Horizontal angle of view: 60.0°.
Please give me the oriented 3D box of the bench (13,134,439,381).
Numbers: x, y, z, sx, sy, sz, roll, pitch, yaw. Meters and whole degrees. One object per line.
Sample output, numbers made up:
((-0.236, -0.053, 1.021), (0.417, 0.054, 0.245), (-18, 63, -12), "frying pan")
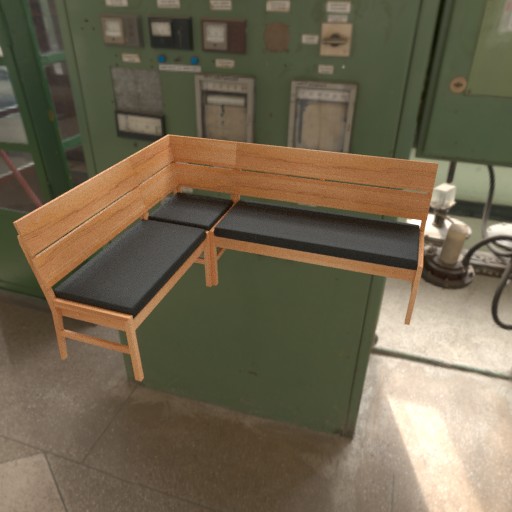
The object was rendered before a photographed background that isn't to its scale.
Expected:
((0.000, 0.000, 2.717), (1.948, 0.890, 1.548), (10, 33, 16), "bench")
